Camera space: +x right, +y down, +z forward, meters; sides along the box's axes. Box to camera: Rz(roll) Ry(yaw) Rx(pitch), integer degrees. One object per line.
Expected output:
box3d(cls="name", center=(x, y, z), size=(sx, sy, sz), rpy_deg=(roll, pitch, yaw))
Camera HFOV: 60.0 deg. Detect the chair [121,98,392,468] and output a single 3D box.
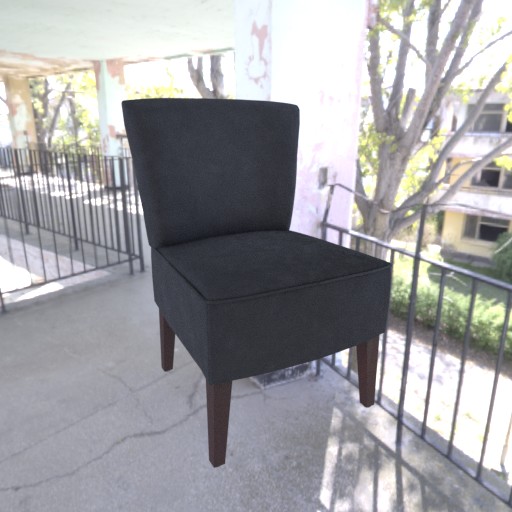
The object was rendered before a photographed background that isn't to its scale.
box3d(cls="chair", center=(0.000, 0.000, 1.172), size=(0.521, 0.806, 0.554), rpy_deg=(-9, 19, -28))
